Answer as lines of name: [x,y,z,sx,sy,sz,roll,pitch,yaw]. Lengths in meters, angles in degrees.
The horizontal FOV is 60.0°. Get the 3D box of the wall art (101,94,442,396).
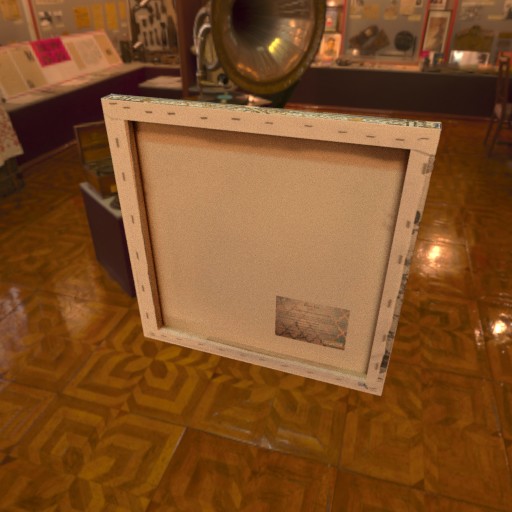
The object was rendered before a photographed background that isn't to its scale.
wall art: [0.000,0.000,0.933,0.609,0.607,0.036,10,34,16]
